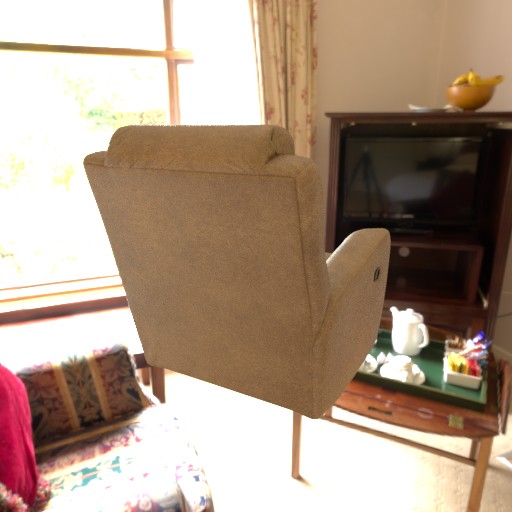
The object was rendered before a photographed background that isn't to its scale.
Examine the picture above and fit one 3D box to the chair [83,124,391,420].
[{"bbox_3d":[0.000,0.000,1.956,0.965,1.116,1.068,9,19,28],"label":"chair"}]
